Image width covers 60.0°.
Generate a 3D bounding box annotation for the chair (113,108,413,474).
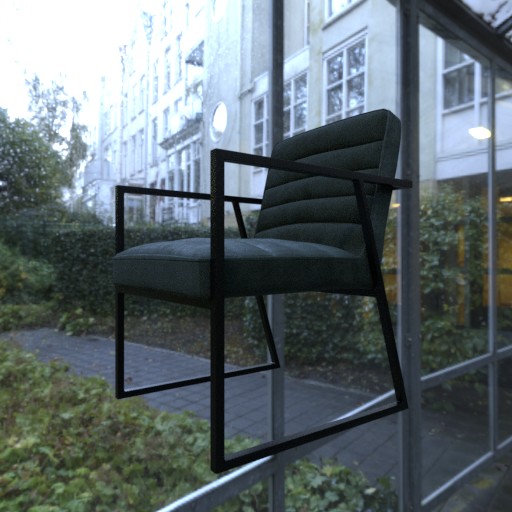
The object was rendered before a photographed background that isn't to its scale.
[{"bbox_3d":[0.000,0.000,1.254,0.677,0.833,0.571,0,0,-36],"label":"chair"}]
